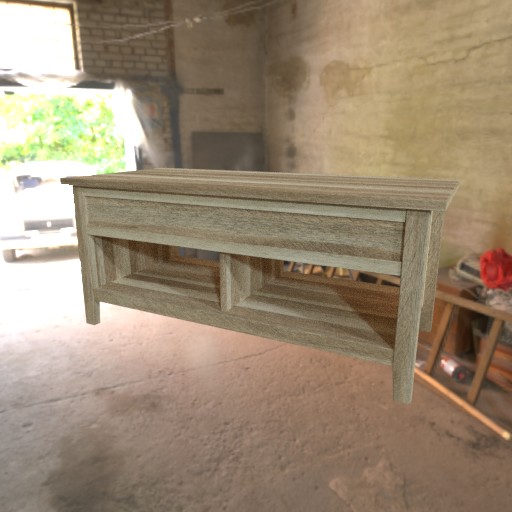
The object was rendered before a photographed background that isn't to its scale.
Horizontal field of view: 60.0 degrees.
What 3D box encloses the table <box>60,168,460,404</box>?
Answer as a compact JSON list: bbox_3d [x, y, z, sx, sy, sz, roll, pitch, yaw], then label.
[{"bbox_3d":[0.000,0.000,1.393,1.095,0.480,0.493,8,17,26],"label":"table"}]
